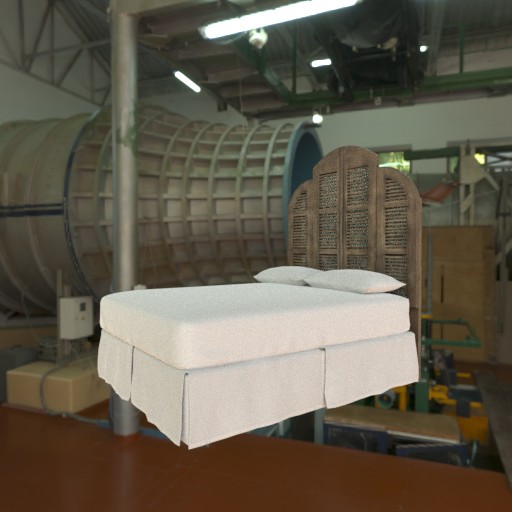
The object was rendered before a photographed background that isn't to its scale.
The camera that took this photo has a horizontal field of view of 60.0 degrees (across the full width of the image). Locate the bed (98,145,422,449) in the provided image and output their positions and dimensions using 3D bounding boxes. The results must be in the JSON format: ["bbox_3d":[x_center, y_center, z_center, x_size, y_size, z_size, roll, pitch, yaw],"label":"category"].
[{"bbox_3d":[0.000,0.000,3.589,2.138,2.019,1.713,-1,1,-35],"label":"bed"}]
